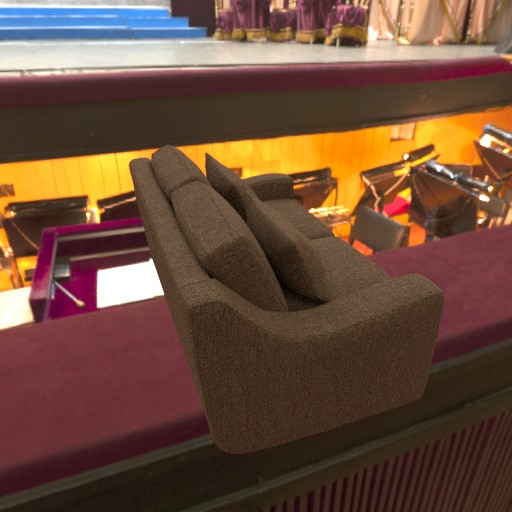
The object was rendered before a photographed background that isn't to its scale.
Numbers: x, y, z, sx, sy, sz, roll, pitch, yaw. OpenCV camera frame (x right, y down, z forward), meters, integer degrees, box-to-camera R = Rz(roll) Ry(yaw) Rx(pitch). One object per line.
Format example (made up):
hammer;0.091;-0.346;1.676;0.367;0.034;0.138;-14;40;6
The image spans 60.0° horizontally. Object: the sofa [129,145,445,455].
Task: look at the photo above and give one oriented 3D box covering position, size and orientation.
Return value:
sofa;0.000;0.000;2.455;1.120;0.991;1.778;-10;30;-18
